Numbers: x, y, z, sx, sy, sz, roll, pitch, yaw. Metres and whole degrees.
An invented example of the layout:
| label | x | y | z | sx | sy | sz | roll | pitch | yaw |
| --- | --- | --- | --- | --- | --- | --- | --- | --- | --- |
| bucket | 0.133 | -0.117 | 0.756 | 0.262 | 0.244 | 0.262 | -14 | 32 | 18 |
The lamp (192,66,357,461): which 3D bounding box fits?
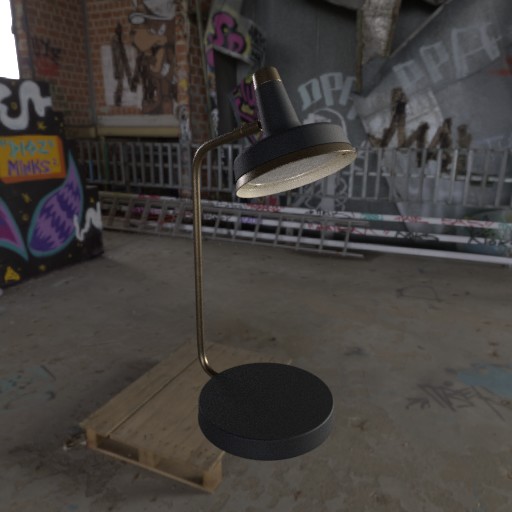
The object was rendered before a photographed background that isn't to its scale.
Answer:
| label | x | y | z | sx | sy | sz | roll | pitch | yaw |
| --- | --- | --- | --- | --- | --- | --- | --- | --- | --- |
| lamp | 0.000 | 0.000 | 0.490 | 0.218 | 0.385 | 0.162 | 15 | 21 | 42 |
